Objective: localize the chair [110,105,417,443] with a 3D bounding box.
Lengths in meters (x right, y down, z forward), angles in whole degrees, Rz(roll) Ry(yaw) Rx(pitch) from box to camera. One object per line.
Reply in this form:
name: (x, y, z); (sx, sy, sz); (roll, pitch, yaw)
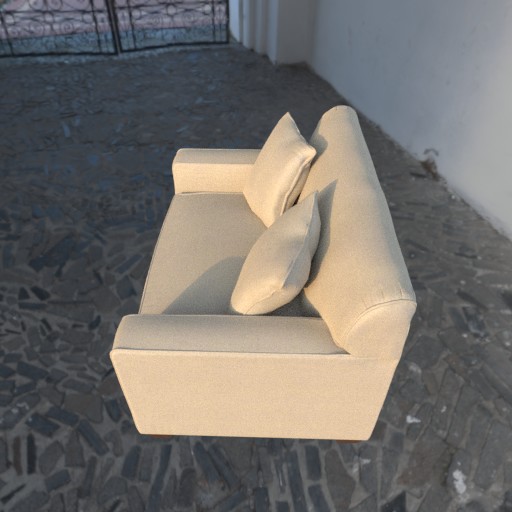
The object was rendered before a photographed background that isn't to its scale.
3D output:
chair: (0.000, 0.000, 2.054); (1.000, 0.948, 1.383); (1, 42, 1)
